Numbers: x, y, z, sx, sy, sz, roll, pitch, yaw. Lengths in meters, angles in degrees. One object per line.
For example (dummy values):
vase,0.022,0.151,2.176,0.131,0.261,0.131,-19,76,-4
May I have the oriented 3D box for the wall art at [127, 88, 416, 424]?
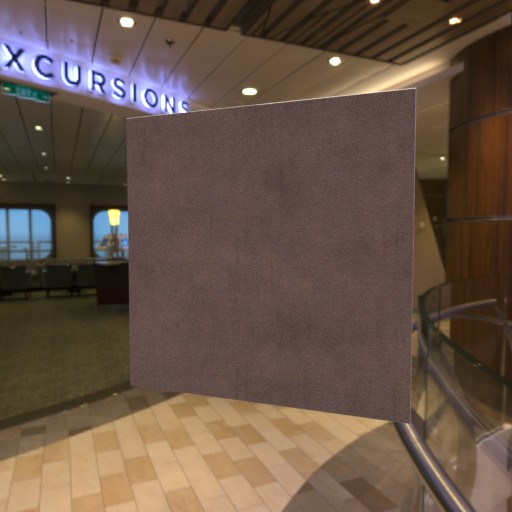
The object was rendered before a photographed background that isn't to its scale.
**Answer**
wall art,0.000,0.000,0.992,0.664,0.661,0.020,1,3,20
